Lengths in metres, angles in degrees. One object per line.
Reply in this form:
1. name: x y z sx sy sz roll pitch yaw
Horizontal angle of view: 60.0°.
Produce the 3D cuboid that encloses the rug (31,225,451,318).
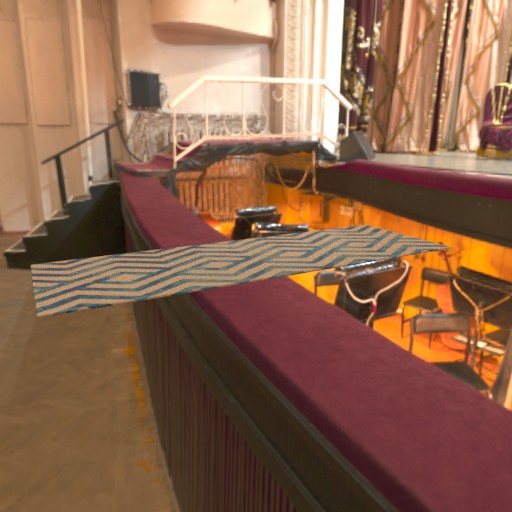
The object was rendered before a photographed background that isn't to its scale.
1. rug: 0.000 0.000 1.646 1.492 0.007 0.503 -8 17 -26
